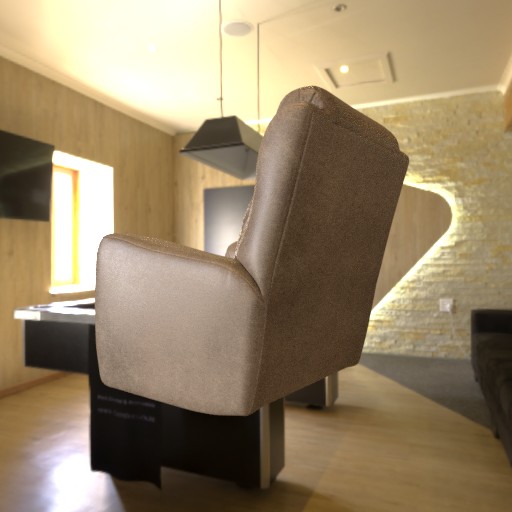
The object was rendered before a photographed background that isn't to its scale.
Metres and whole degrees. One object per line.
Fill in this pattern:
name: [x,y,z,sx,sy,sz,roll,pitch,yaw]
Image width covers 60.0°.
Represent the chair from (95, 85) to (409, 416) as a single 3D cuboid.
chair: [0.000,0.000,1.930,1.068,1.116,0.965,0,0,37]
